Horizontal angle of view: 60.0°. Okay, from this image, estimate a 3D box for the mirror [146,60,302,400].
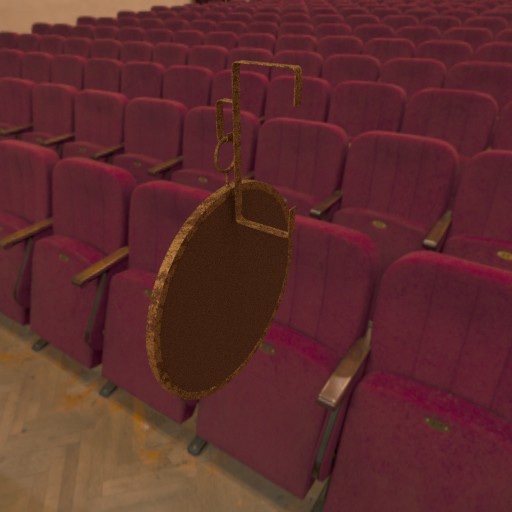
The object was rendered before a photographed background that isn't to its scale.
[{"bbox_3d":[0.000,0.000,0.807,0.144,0.651,0.447,19,36,29],"label":"mirror"}]
